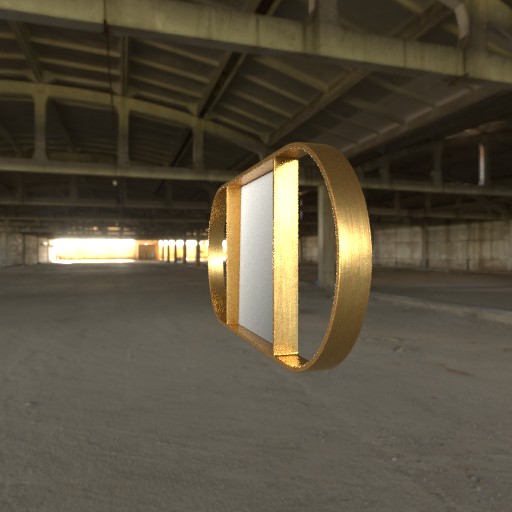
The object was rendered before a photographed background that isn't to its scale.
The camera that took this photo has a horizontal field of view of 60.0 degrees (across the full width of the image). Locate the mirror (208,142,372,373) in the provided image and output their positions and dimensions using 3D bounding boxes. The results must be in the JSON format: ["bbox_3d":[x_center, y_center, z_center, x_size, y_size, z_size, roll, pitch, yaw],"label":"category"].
[{"bbox_3d":[0.000,0.000,0.662,0.032,0.254,0.584,0,1,-17],"label":"mirror"}]
